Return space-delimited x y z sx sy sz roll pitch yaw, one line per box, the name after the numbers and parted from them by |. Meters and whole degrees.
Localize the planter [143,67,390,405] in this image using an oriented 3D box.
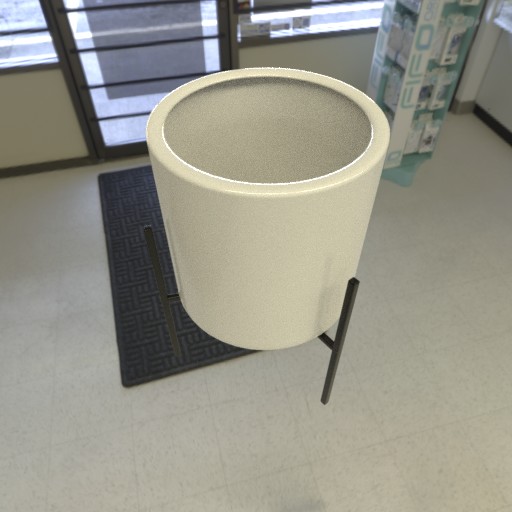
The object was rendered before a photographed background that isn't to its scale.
0.000 0.000 0.526 0.239 0.356 0.239 -9 47 -8 | planter
